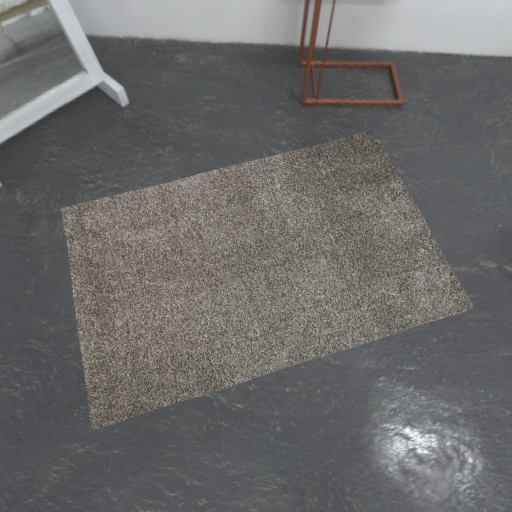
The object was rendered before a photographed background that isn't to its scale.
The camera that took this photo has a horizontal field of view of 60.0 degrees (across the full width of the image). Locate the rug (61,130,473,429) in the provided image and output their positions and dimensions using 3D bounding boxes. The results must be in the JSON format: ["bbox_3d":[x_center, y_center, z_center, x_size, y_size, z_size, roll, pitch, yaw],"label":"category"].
[{"bbox_3d":[0.000,0.000,2.899,2.352,0.025,1.501,-16,64,-8],"label":"rug"}]
